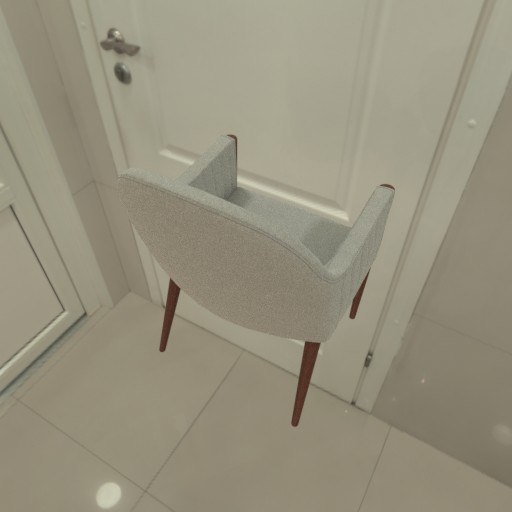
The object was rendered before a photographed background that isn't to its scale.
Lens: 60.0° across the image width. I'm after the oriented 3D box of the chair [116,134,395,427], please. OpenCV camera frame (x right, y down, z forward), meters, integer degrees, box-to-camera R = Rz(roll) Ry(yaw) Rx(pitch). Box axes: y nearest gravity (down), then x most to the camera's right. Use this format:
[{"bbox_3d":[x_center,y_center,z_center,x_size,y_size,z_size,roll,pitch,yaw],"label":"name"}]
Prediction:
[{"bbox_3d":[0.000,0.000,1.319,0.610,0.889,0.620,23,50,21],"label":"chair"}]
